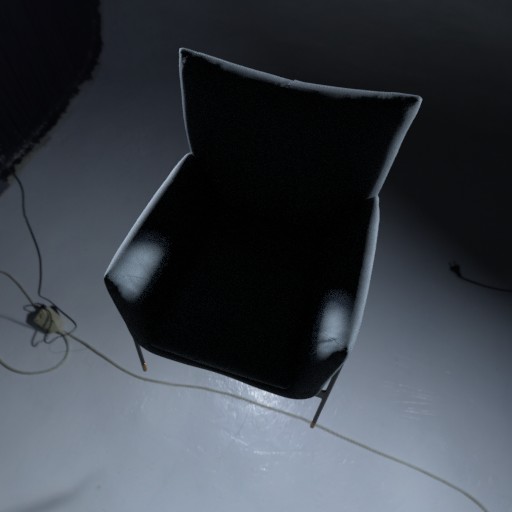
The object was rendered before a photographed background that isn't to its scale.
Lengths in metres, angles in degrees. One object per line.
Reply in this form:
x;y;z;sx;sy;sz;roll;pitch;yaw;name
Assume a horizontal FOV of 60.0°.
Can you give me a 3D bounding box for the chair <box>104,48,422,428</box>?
0.000;0.000;1.375;0.678;0.858;0.709;16;60;9;chair
